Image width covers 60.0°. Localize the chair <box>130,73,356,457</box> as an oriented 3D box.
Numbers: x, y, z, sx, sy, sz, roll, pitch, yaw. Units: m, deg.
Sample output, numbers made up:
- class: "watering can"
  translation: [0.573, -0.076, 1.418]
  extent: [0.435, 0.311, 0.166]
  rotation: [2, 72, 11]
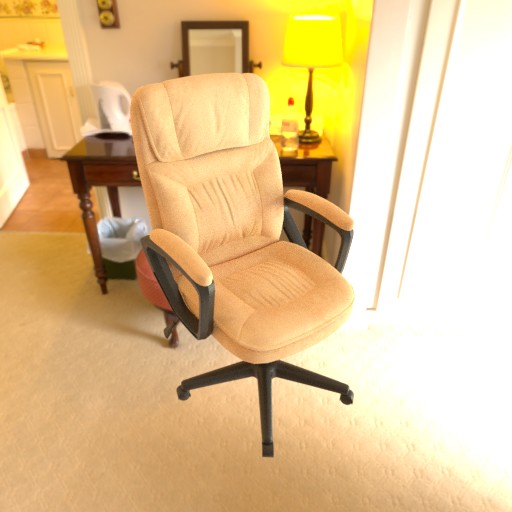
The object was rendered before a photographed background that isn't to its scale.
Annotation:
- class: "chair"
  translation: [0.000, 0.000, 1.541]
  extent: [0.667, 1.105, 0.724]
  rotation: [-20, 36, -30]
